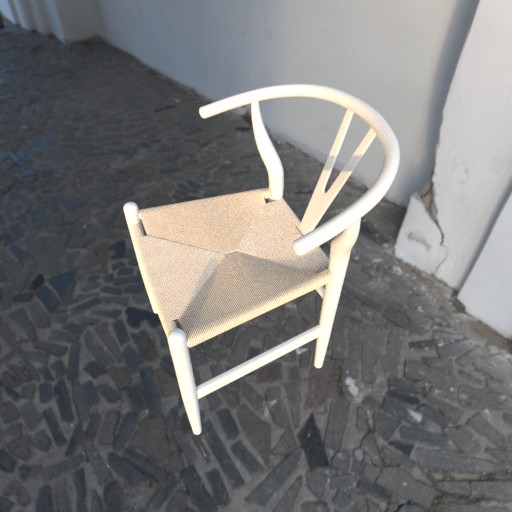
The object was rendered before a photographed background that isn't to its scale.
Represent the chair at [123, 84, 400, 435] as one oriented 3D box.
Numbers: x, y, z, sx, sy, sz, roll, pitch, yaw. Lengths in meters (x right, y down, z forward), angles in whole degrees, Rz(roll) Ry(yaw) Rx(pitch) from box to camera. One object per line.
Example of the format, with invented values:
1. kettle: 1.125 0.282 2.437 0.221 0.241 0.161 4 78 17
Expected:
1. chair: 0.000 0.000 1.173 0.579 0.730 0.569 -17 48 -16
